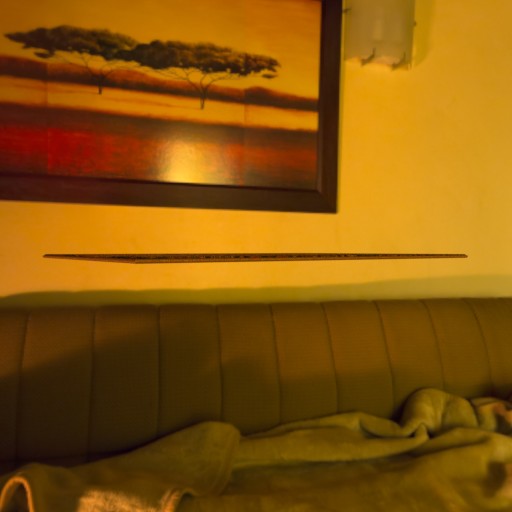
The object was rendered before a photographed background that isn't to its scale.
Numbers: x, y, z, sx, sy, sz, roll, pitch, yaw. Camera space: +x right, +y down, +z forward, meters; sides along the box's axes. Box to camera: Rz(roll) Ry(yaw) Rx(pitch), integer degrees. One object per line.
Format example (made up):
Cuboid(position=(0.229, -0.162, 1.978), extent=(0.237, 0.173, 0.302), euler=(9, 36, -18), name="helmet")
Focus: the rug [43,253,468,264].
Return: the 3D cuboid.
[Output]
Cuboid(position=(0.000, 0.000, 2.825), extent=(2.204, 0.024, 1.588), euler=(-1, 1, -36), name="rug")
